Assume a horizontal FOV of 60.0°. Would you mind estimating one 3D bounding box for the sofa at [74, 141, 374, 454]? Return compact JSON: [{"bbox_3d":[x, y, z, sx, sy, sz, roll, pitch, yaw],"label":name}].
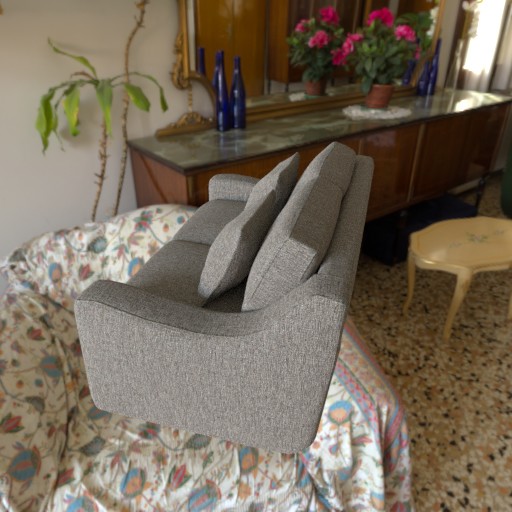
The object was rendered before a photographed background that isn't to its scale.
[{"bbox_3d":[0.000,0.000,2.449,1.120,0.991,1.778,8,29,14],"label":"sofa"}]
